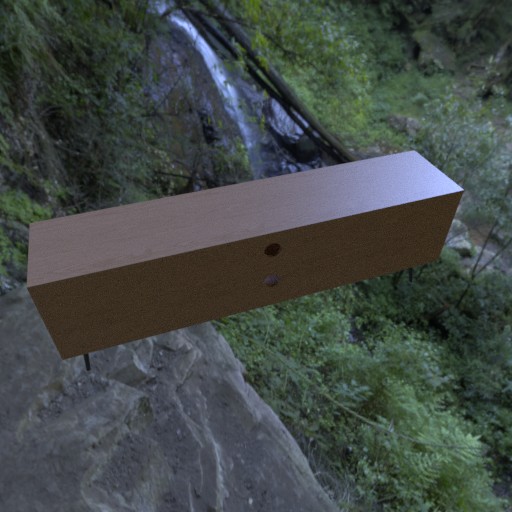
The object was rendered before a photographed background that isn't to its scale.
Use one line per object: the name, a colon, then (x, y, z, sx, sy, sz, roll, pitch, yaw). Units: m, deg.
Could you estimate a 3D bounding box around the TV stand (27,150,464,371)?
TV stand: (0.000, 0.000, 2.027, 1.760, 0.580, 0.400, -13, 44, -14)
